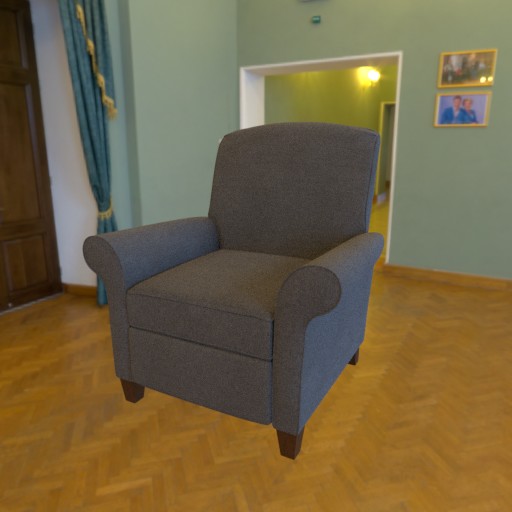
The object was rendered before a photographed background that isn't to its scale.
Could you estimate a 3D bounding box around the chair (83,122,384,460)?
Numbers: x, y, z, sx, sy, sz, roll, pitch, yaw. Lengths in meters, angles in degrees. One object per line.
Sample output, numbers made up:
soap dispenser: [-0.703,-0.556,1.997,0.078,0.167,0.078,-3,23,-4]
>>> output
chair: [0.000,0.000,1.780,0.978,1.061,0.905,8,16,27]
